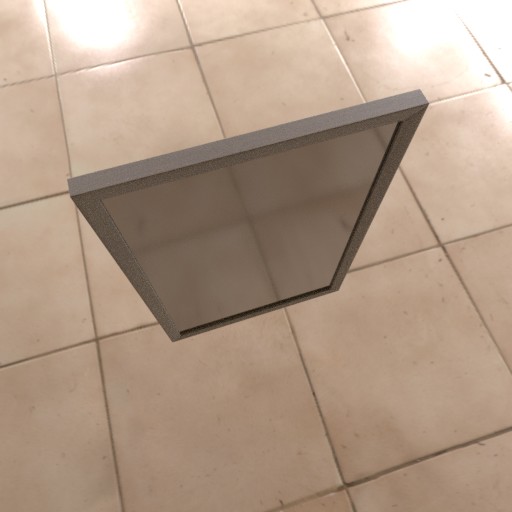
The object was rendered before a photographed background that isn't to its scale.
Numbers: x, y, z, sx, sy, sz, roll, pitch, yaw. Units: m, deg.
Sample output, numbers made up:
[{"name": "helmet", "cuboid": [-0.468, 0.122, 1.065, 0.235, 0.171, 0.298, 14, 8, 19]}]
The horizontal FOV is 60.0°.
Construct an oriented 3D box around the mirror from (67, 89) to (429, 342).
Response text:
[{"name": "mirror", "cuboid": [0.000, 0.000, 1.138, 0.609, 0.915, 0.040, -16, 66, -7]}]
